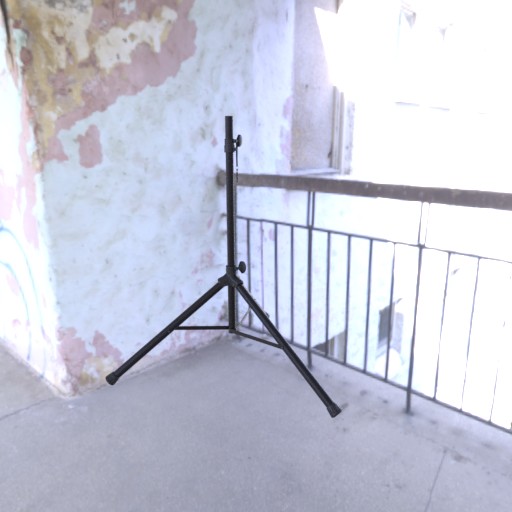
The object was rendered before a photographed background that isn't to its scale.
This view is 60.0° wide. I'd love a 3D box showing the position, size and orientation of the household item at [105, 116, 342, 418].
[{"bbox_3d":[0.000,0.000,1.868,1.045,1.136,0.907,-14,20,-43],"label":"household item"}]
